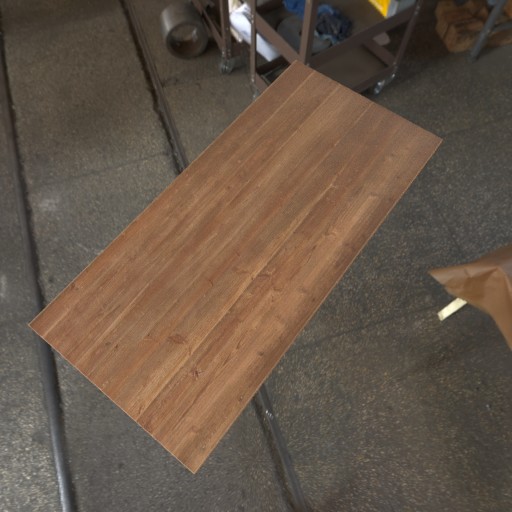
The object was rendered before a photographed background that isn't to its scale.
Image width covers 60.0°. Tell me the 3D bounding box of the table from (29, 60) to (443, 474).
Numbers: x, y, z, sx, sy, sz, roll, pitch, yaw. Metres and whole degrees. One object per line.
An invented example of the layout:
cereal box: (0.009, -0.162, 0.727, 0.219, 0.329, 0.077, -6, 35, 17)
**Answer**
table: (0.000, 0.000, 2.475, 0.952, 0.760, 2.003, 35, 70, 15)
